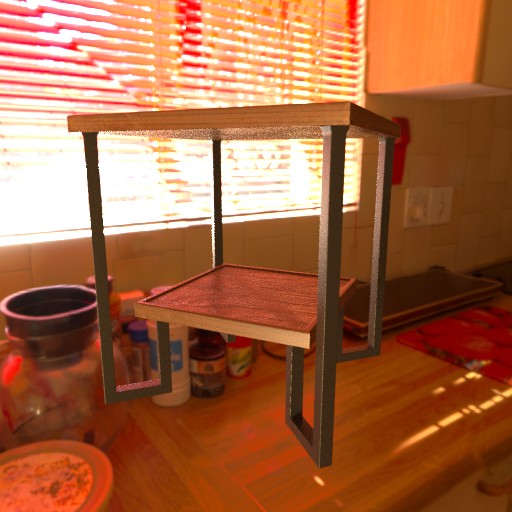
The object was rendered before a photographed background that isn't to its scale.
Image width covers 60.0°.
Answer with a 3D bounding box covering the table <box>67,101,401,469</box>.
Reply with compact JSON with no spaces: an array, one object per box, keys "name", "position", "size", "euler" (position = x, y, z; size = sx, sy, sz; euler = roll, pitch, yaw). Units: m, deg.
[{"name":"table","position":[0.000,0.000,0.960],"size":[0.503,0.563,0.503],"euler":[6,14,24]}]
